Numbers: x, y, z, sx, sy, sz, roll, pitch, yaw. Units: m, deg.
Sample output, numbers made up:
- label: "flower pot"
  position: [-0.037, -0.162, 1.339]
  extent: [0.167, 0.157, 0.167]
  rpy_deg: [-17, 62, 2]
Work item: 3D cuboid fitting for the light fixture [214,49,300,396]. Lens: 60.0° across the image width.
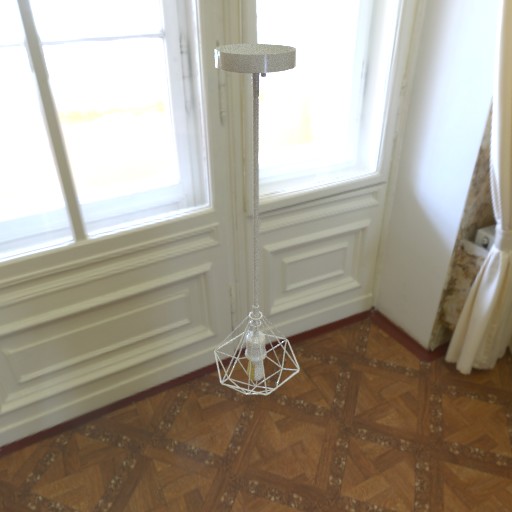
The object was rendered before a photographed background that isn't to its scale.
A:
- label: "light fixture"
  position: [0.000, 0.000, 2.066]
  extent: [0.487, 1.764, 0.431]
  rpy_deg: [9, 33, 15]
